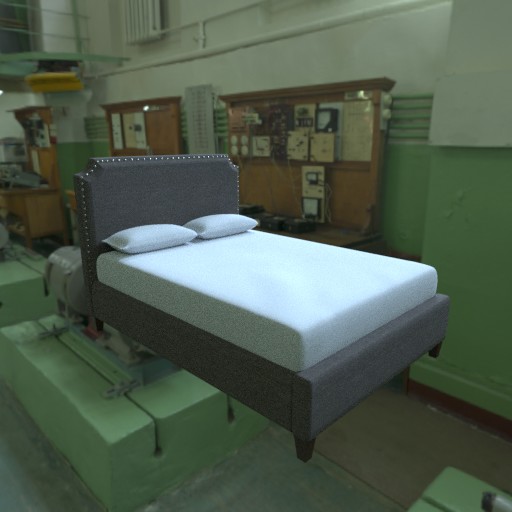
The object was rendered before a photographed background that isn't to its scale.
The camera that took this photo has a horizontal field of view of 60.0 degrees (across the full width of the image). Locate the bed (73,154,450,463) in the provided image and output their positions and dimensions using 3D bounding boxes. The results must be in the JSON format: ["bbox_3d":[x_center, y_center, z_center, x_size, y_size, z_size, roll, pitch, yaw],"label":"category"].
[{"bbox_3d":[0.000,0.000,3.421,2.381,1.457,1.713,14,20,43],"label":"bed"}]
